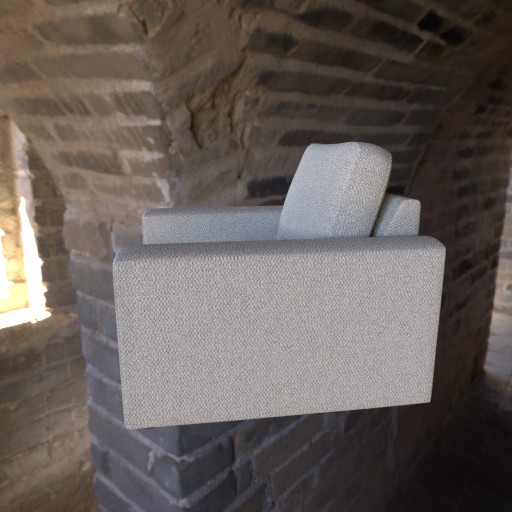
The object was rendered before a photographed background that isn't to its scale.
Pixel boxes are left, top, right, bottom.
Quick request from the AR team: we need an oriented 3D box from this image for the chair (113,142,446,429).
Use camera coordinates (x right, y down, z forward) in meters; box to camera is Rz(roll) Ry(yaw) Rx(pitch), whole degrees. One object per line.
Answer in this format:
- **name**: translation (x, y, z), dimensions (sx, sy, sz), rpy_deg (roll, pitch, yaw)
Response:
- **chair**: translation (0.000, 0.000, 1.762), dimensions (1.016, 0.873, 1.005), rpy_deg (-2, 14, -8)
